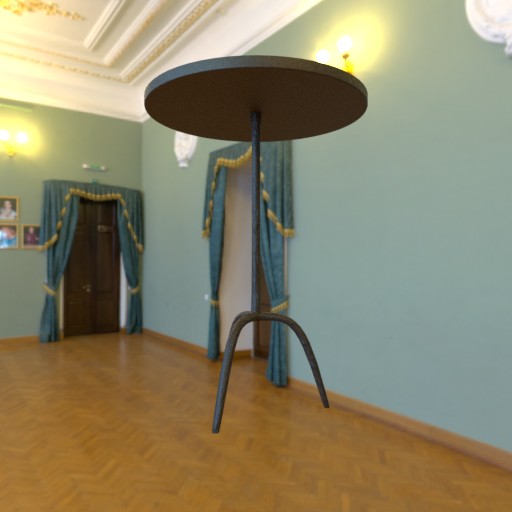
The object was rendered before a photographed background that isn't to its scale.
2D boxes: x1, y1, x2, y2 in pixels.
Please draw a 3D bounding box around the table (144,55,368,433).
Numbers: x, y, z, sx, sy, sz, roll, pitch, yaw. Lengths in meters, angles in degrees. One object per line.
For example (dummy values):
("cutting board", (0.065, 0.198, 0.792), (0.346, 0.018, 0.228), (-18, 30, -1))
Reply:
("table", (0.000, 0.000, 1.024), (0.502, 0.700, 0.502), (0, 0, -37))
